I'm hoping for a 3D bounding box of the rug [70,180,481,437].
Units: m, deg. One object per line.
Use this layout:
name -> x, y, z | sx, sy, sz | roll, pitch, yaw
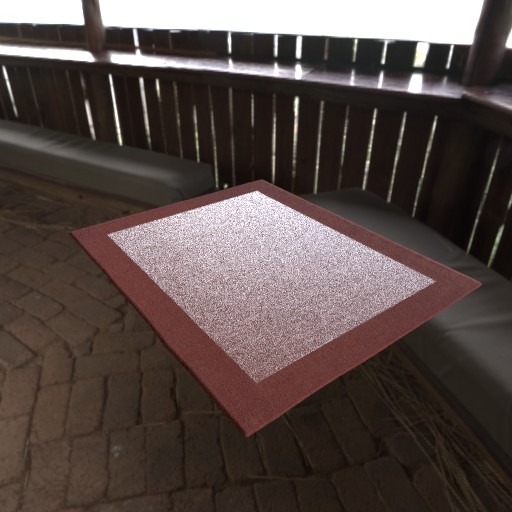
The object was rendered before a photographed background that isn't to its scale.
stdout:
rug -> 0.000, 0.000, 4.030 | 2.430, 0.018, 2.976 | -21, 37, -31
